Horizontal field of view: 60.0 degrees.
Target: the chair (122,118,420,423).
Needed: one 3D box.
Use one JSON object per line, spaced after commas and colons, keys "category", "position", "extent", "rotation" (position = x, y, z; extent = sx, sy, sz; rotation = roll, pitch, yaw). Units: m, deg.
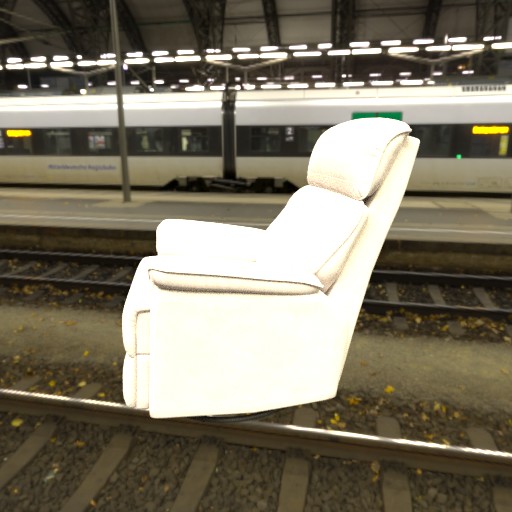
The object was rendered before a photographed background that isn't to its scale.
{"category": "chair", "position": [0.000, 0.000, 1.744], "extent": [1.001, 1.039, 0.820], "rotation": [-2, 14, -9]}
